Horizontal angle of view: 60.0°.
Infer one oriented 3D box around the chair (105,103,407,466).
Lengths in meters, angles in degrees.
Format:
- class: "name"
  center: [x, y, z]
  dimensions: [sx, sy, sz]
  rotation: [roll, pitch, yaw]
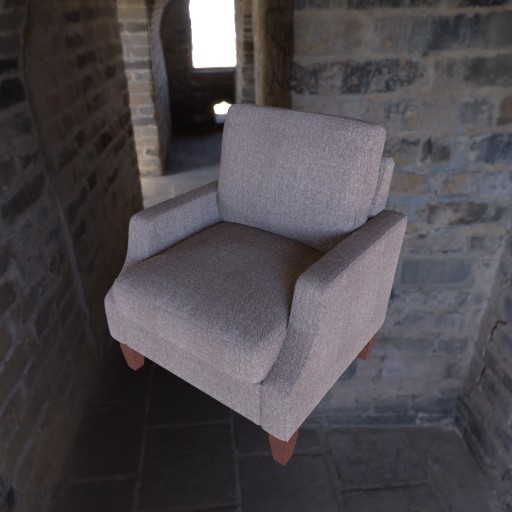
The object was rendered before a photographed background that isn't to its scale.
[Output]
- class: "chair"
  center: [0.000, 0.000, 1.687]
  dimensions: [0.855, 0.993, 0.897]
  rotation: [20, 35, 32]
